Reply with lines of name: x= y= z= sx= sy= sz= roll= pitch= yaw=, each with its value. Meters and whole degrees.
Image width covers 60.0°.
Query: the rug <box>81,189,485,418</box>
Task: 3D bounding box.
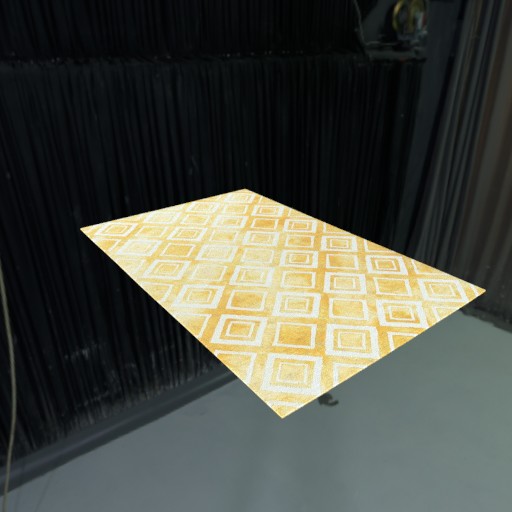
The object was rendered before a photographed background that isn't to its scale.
rug: x=0.000 y=0.000 z=2.310 sx=1.213 sy=0.010 sz=1.829 roll=-19 pitch=33 yaw=-33
